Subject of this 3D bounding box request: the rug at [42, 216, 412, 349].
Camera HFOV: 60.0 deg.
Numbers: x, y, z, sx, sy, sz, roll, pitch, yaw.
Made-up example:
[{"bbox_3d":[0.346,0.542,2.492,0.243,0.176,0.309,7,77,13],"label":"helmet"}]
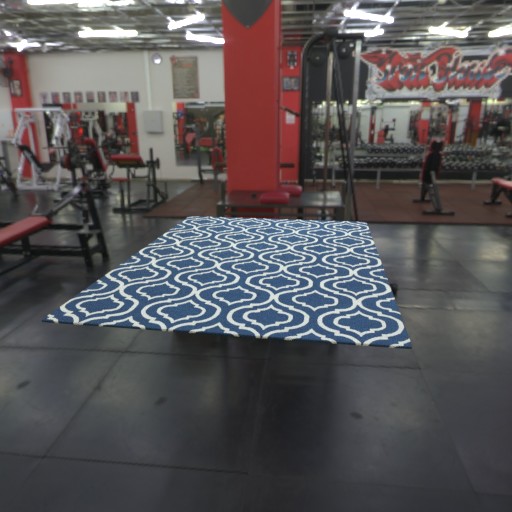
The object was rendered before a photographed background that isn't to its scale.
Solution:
[{"bbox_3d":[0.000,0.000,2.782,1.524,0.010,2.134,3,17,8],"label":"rug"}]
